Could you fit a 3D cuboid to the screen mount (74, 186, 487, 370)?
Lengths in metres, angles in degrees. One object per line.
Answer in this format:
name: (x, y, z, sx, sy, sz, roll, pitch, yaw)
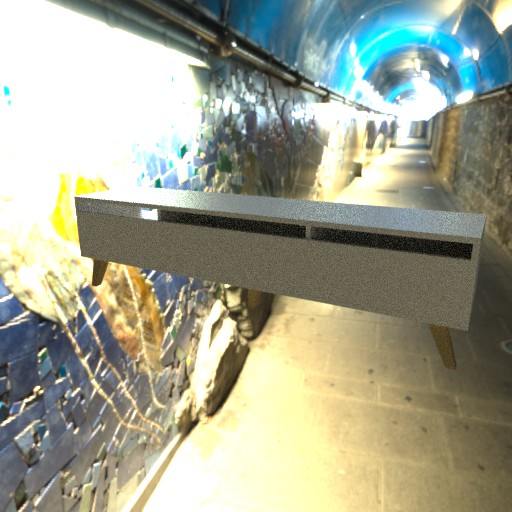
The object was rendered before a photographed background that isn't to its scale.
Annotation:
screen mount: (0.000, 0.000, 1.839, 1.644, 0.432, 0.399, 9, 18, 27)
